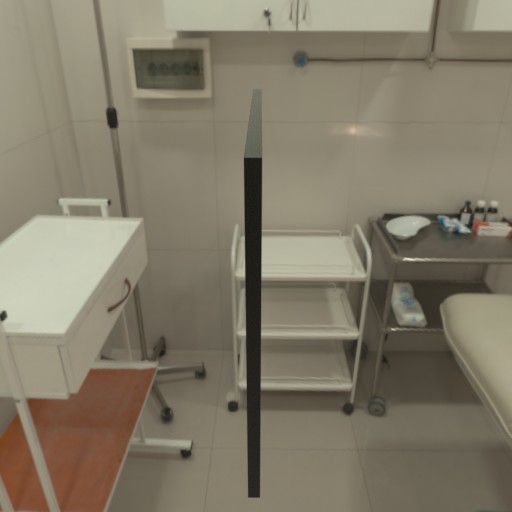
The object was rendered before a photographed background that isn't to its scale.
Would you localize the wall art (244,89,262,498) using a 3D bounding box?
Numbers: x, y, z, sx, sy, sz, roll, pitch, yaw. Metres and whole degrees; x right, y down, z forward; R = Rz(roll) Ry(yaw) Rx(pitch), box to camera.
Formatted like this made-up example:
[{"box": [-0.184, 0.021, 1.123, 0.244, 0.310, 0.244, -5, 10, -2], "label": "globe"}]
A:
[{"box": [0.000, 0.000, 0.525, 0.012, 0.332, 0.383, 0, 27, 1], "label": "wall art"}]
